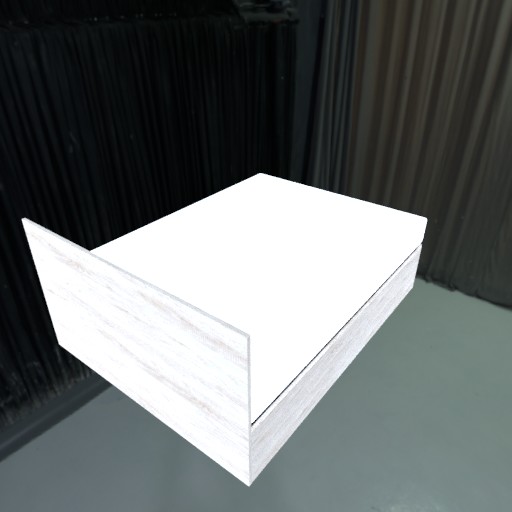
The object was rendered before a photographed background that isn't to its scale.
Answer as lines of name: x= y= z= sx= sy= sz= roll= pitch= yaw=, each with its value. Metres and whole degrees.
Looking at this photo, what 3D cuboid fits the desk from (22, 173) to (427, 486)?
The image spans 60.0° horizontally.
desk: x=0.000 y=0.000 z=2.628 sx=1.400 sy=0.800 sz=1.900 roll=22 pitch=37 yaw=32
